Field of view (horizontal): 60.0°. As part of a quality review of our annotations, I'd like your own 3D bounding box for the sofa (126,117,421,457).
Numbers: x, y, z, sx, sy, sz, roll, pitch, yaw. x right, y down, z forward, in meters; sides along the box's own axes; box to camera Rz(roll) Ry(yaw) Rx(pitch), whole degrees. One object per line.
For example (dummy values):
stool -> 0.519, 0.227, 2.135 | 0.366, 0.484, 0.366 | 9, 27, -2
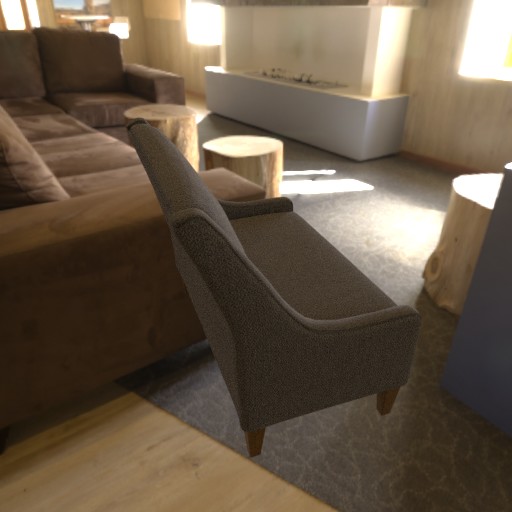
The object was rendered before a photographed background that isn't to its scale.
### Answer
sofa -> 0.000, 0.000, 1.951 | 0.873, 1.022, 1.242 | -10, 31, -17
